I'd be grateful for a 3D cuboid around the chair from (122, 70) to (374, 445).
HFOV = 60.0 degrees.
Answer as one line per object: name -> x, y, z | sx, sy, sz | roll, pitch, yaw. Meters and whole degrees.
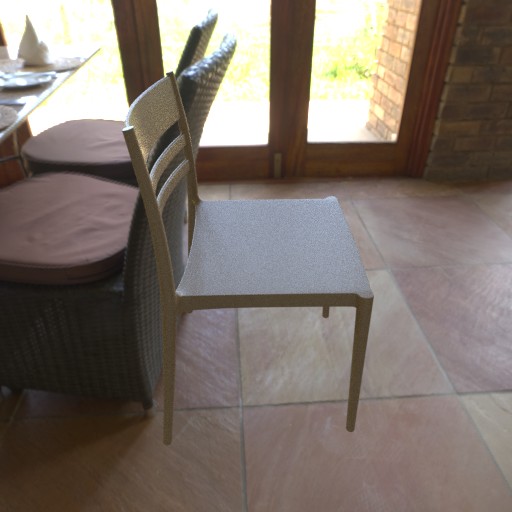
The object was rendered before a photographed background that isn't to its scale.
chair -> 0.000, 0.000, 1.127 | 0.511, 0.800, 0.531 | 0, 33, -1
